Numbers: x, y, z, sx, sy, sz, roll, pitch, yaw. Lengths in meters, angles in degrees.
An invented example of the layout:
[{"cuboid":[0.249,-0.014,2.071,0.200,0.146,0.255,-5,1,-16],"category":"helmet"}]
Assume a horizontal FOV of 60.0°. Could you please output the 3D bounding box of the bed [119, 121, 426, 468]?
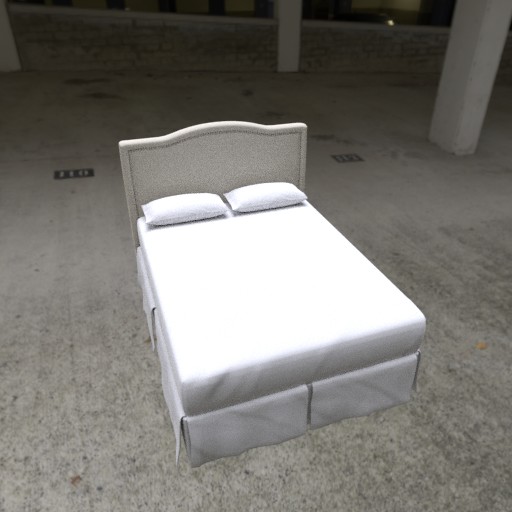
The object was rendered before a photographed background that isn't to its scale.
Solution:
[{"cuboid":[0.000,0.000,3.348,1.741,1.449,2.196,-11,34,-16],"category":"bed"}]
